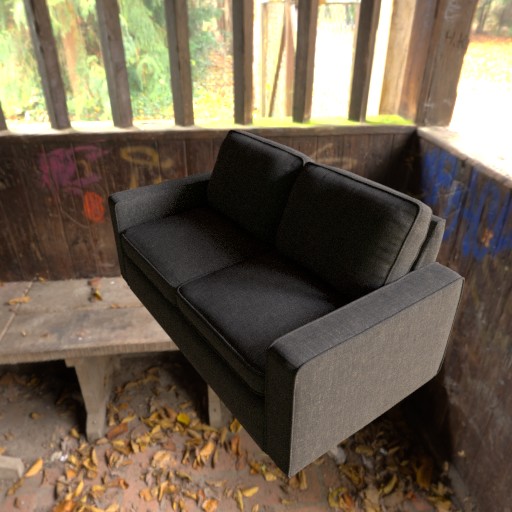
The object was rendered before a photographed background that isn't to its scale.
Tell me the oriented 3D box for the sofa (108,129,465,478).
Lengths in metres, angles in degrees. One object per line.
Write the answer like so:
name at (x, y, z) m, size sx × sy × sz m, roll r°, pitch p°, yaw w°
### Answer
sofa at (0.000, 0.000, 2.245) m, size 0.947 × 0.918 × 1.709 m, roll -20°, pitch 36°, yaw -30°
